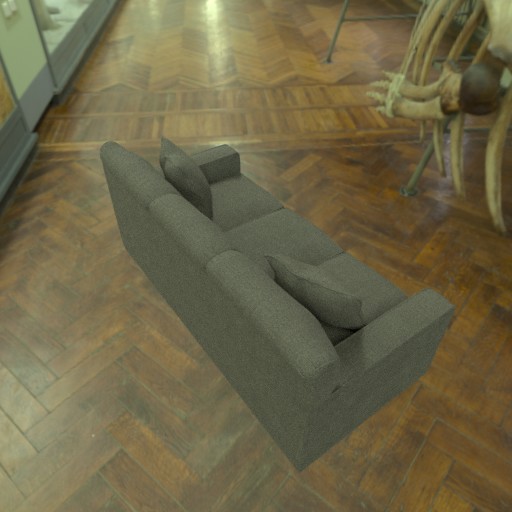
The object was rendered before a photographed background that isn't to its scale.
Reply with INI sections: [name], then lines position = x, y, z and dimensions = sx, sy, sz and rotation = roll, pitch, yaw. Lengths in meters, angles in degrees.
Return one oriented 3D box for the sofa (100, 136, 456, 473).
[sofa]
position = 0.000, 0.000, 2.621
dimensions = 0.997, 0.958, 2.024
rotation = -26, 48, -26
